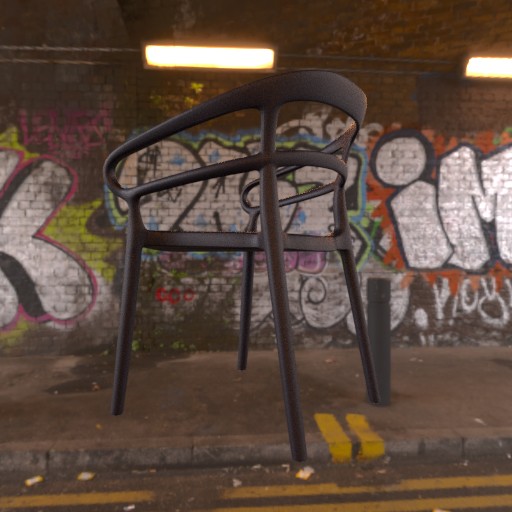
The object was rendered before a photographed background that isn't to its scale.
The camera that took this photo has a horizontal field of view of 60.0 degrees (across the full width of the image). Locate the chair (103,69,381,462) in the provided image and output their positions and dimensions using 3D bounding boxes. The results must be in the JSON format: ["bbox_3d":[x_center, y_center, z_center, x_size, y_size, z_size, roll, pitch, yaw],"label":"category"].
[{"bbox_3d":[0.000,0.000,1.123,0.527,0.761,0.559,0,1,36],"label":"chair"}]
